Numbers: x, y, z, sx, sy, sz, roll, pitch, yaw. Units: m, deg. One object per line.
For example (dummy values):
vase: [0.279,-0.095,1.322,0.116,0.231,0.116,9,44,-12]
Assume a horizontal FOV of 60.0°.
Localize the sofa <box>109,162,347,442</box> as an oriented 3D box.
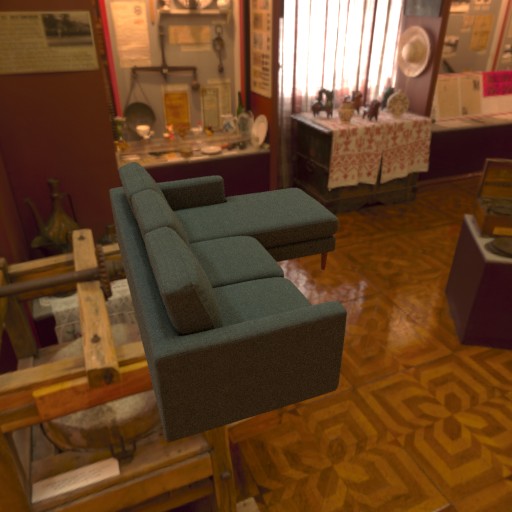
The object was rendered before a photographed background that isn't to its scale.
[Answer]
sofa: [0.000,0.000,2.980,1.667,0.957,2.055,-11,31,-18]
